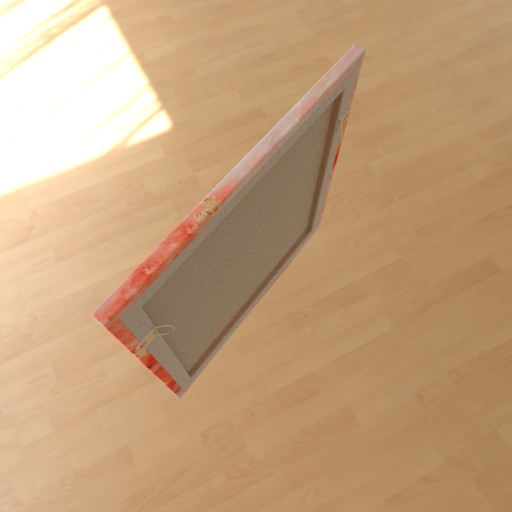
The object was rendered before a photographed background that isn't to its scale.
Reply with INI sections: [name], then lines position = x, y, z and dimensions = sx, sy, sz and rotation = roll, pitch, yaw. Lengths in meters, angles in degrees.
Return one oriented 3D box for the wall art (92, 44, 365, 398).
[wall art]
position = 0.000, 0.000, 1.322
dimensions = 0.066, 0.878, 0.878
rotation = 35, 69, 15
